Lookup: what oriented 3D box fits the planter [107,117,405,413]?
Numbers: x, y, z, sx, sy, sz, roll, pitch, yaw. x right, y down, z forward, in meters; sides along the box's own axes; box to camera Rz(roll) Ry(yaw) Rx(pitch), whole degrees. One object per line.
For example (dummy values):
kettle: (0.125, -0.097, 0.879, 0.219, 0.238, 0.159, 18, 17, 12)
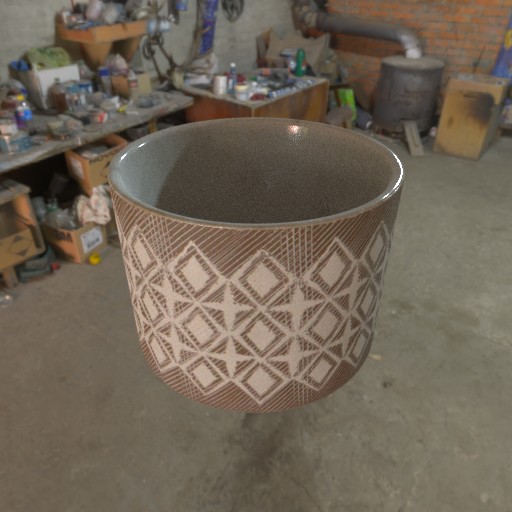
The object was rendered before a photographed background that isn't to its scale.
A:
planter: (0.000, 0.000, 0.224, 0.126, 0.104, 0.126, 0, 33, 0)
